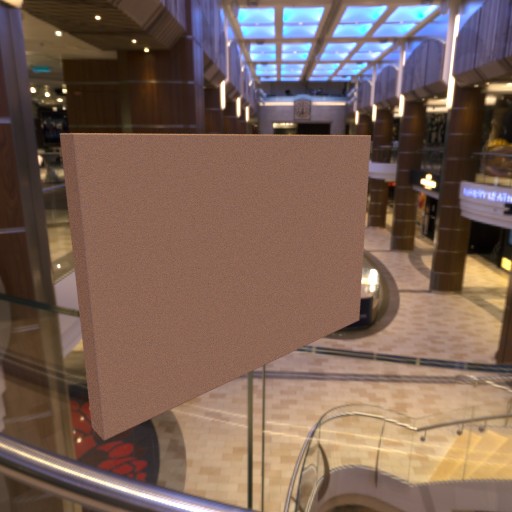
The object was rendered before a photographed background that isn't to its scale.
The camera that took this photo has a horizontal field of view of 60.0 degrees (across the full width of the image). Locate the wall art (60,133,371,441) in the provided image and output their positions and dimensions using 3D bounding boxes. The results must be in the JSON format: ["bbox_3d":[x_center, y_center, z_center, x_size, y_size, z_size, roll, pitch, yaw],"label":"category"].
[{"bbox_3d":[0.000,0.000,0.772,0.609,0.407,0.039,-14,20,-41],"label":"wall art"}]
